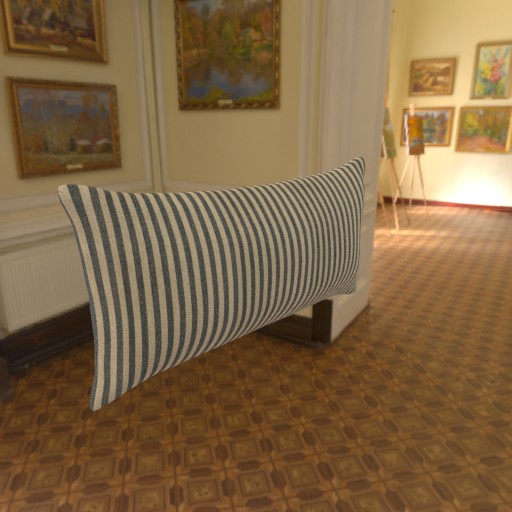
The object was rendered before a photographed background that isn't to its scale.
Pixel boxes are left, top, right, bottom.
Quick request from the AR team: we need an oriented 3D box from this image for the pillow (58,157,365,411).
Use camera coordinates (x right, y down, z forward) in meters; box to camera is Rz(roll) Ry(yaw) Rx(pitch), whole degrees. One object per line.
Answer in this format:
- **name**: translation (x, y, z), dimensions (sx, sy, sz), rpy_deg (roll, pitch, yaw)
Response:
- **pillow**: translation (0.000, 0.000, 0.740), dimensions (0.617, 0.295, 0.151), rpy_deg (-16, 23, -42)
